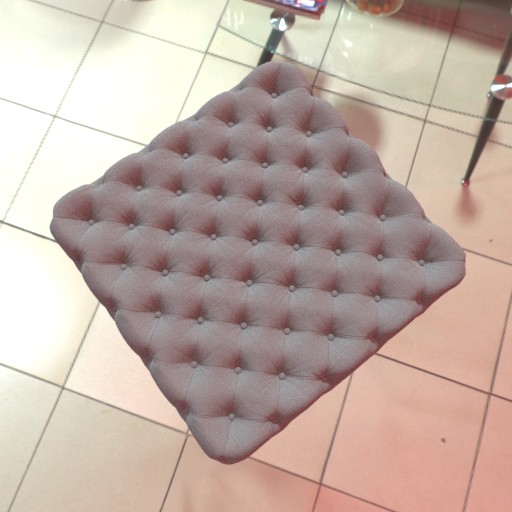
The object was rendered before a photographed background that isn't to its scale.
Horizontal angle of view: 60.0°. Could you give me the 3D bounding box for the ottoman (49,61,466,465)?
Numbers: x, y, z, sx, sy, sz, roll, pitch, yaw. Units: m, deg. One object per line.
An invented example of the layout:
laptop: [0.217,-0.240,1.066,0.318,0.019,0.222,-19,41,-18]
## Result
ottoman: [0.000,0.000,1.431,0.917,0.439,0.911,-37,79,-8]
